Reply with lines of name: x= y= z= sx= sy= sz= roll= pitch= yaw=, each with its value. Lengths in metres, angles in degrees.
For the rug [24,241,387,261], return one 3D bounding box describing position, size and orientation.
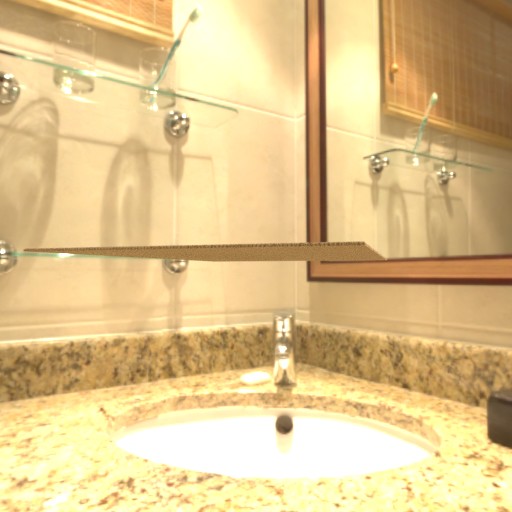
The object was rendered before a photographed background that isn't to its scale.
rug: x=0.000 y=0.000 z=2.790 sx=1.509 sy=0.013 sz=2.144 roll=-1 pitch=-2 yaw=18
